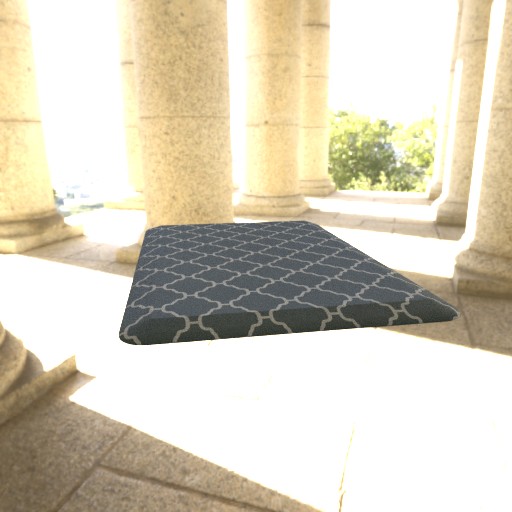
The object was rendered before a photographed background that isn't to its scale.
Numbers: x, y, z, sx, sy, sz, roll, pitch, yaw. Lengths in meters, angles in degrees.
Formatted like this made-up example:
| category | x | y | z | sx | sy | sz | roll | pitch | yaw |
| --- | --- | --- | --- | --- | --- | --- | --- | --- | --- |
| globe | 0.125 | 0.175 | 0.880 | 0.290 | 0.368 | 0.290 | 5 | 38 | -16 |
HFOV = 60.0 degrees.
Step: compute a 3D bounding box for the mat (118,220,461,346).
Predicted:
| category | x | y | z | sx | sy | sz | roll | pitch | yaw |
| --- | --- | --- | --- | --- | --- | --- | --- | --- | --- |
| mat | 0.000 | 0.000 | 0.970 | 0.508 | 0.021 | 0.762 | -3 | 15 | -10 |
